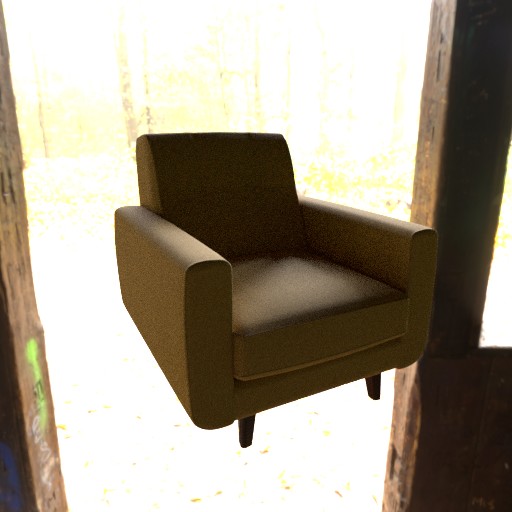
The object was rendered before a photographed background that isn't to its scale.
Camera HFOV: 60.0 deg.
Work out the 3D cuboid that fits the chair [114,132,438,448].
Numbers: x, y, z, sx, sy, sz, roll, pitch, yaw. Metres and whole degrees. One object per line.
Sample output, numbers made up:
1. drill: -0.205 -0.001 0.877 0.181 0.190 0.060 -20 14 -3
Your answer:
1. chair: 0.000 0.000 1.564 0.831 0.841 0.909 -8 18 -27
